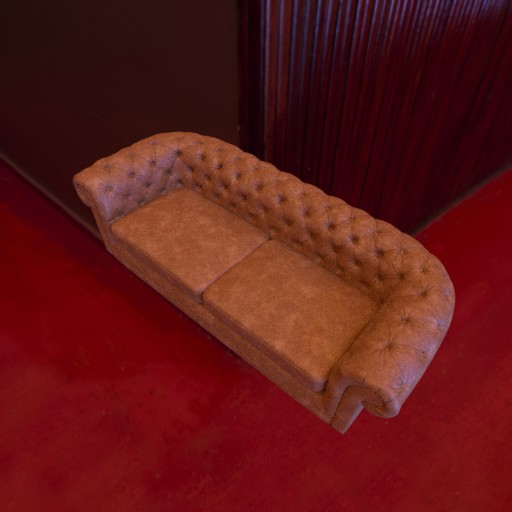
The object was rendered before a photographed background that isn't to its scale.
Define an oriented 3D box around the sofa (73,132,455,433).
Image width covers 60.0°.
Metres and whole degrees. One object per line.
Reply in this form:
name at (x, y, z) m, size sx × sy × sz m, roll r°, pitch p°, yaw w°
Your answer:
sofa at (0.000, 0.000, 2.793) m, size 2.365 × 0.760 × 0.989 m, roll 32°, pitch 55°, yaw 26°
